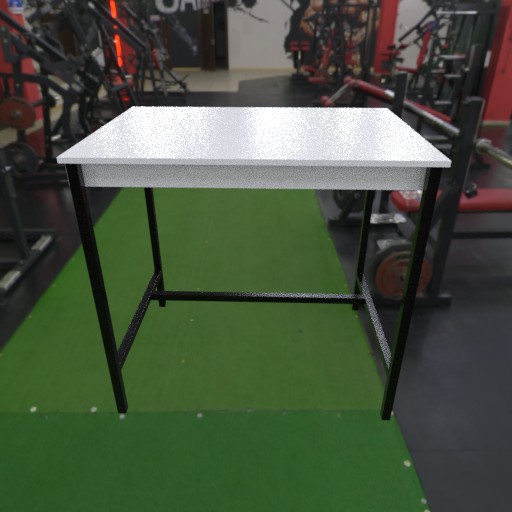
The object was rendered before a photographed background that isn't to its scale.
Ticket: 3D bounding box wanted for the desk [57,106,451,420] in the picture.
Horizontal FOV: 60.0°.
[{"bbox_3d":[0.000,0.000,1.344,0.811,0.766,0.573,1,29,2],"label":"desk"}]
